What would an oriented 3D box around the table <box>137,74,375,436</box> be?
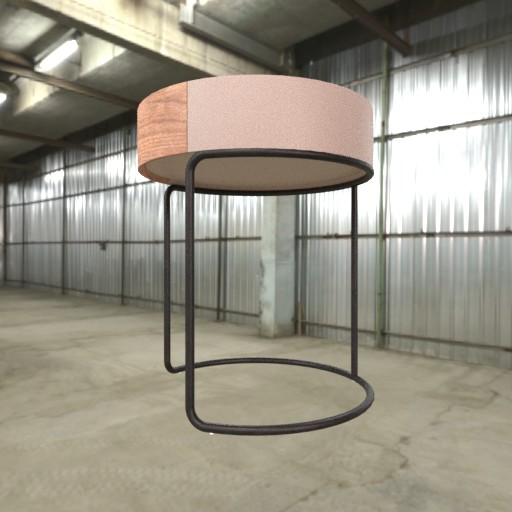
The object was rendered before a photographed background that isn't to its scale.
[{"bbox_3d":[0.000,0.000,0.870,0.450,0.530,0.450,0,0,0],"label":"table"}]
